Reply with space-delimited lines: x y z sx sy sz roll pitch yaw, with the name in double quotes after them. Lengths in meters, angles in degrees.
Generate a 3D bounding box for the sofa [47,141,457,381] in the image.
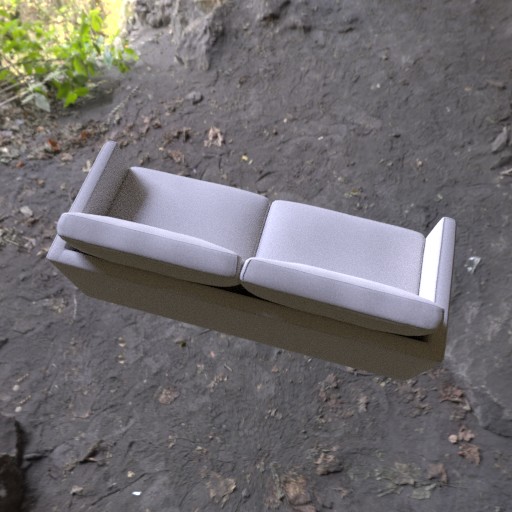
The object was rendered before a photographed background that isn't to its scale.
0.000 0.000 2.926 2.361 0.962 0.951 14 66 6 "sofa"
